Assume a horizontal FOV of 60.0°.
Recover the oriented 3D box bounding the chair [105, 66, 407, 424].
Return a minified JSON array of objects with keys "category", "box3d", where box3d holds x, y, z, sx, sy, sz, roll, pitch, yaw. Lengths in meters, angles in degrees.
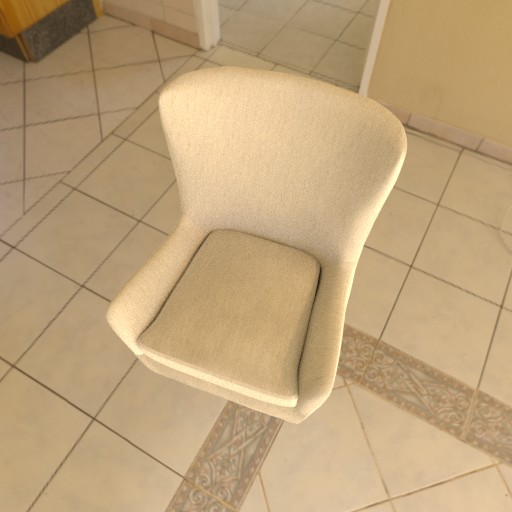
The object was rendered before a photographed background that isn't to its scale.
[{"category":"chair","box3d":[0.000,0.000,1.650,0.779,1.000,0.904,17,60,10]}]
